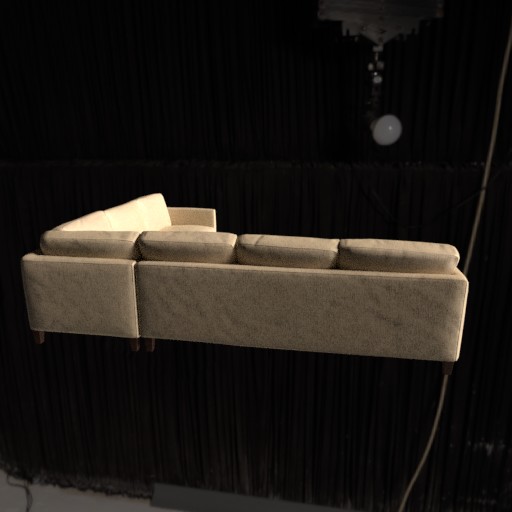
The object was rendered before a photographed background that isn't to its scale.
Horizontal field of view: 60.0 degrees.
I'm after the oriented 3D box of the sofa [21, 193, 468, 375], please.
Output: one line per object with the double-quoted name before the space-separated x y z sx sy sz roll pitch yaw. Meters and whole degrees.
"sofa" 0.000 0.000 4.416 3.302 0.947 2.593 2 15 9
